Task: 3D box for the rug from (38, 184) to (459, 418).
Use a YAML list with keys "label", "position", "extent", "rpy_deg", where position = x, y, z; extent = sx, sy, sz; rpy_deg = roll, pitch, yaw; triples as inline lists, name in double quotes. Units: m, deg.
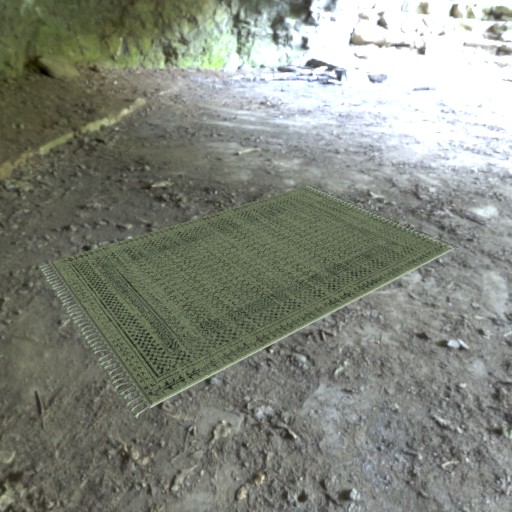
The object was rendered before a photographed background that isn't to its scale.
- label: "rug"
  position: [0.000, 0.000, 3.033]
  extent: [2.486, 0.013, 1.548]
  rpy_deg: [-21, 36, -32]
